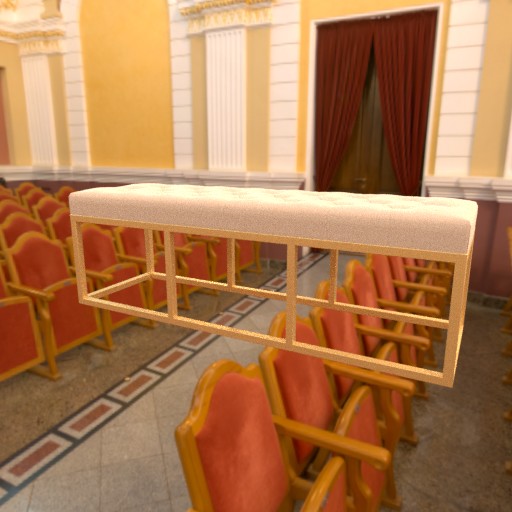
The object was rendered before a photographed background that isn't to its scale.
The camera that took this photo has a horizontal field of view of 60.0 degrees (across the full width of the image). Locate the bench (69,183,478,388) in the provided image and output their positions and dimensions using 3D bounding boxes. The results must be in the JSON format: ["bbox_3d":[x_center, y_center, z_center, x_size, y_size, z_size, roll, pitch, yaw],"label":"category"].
[{"bbox_3d":[0.000,0.000,1.697,1.473,0.484,0.457,7,16,27],"label":"bench"}]
